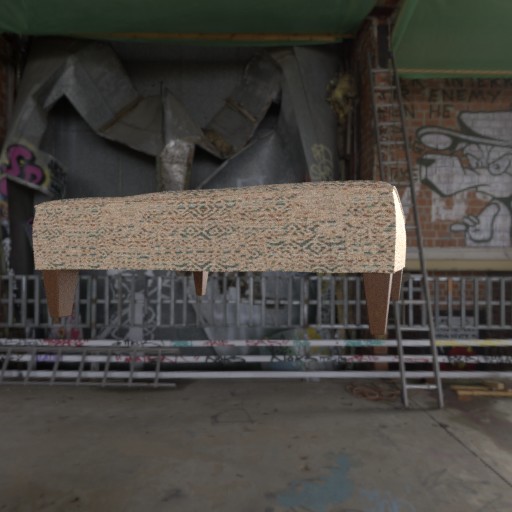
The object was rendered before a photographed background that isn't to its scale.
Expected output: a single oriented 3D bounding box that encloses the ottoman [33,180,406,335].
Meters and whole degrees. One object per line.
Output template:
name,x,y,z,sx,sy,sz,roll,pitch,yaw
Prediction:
ottoman,0.000,0.000,1.531,0.968,0.356,1.004,0,-1,20
